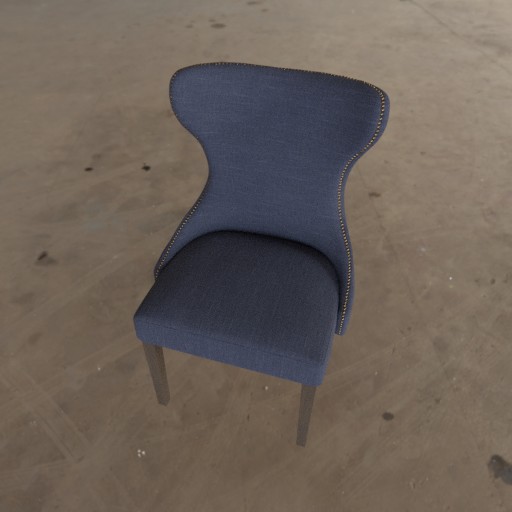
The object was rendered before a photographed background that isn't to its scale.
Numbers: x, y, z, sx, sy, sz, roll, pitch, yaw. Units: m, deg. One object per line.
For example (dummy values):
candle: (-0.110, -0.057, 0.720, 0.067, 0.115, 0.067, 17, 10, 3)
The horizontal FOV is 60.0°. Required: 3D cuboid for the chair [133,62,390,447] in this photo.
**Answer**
chair: (0.000, 0.000, 1.365, 0.628, 0.967, 0.635, 11, 42, 13)
